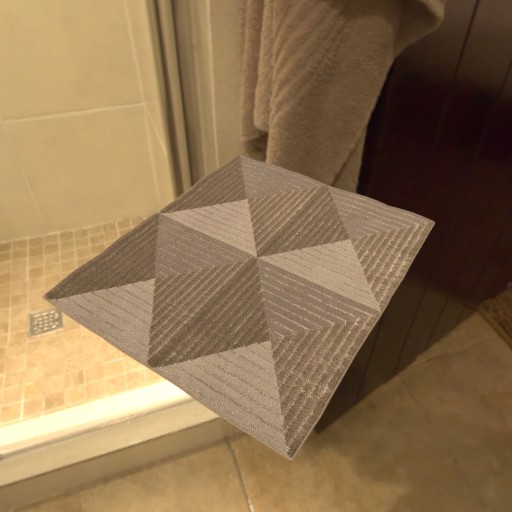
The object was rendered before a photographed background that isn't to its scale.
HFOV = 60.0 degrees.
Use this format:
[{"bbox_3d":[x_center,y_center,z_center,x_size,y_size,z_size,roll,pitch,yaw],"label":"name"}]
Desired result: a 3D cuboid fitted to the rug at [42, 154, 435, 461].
[{"bbox_3d":[0.000,0.000,0.913,0.551,0.008,0.642,24,48,24],"label":"rug"}]
